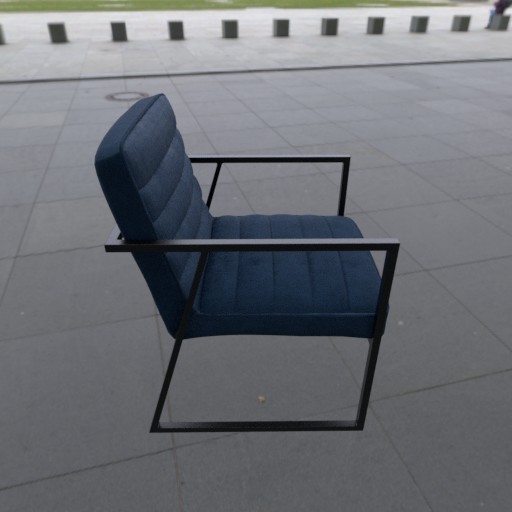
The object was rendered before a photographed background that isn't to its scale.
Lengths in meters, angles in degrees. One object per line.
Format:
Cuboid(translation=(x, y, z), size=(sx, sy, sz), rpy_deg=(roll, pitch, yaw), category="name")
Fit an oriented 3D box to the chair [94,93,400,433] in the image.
Cuboid(translation=(0.000, 0.000, 1.292), size=(0.677, 0.833, 0.571), rpy_deg=(0, 32, 0), category="chair")
